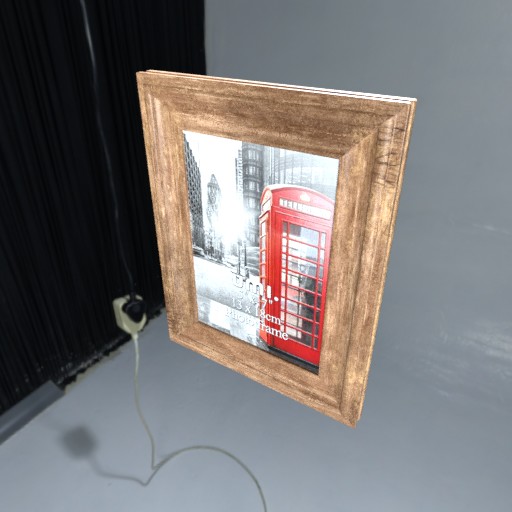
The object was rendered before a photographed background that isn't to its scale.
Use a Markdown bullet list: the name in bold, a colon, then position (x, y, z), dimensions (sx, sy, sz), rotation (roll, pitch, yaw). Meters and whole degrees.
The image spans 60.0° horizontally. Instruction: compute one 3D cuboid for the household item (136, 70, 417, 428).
- **household item**: position (0.000, 0.000, 0.323), dimensions (0.186, 0.237, 0.018), rotation (18, 35, 28)
